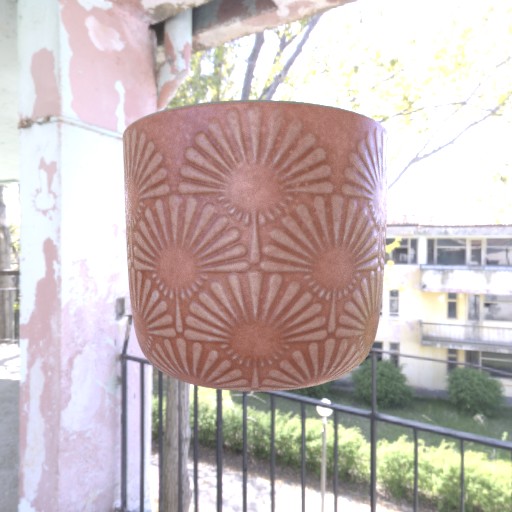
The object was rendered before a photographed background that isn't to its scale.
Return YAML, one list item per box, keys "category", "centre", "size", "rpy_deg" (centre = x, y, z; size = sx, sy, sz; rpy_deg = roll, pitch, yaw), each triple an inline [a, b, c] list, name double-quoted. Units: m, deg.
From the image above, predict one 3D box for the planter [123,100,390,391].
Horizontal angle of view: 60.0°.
- category: "planter"
  centre: [0.000, 0.000, 0.215]
  size: [0.124, 0.109, 0.124]
  rpy_deg: [0, 0, 0]
